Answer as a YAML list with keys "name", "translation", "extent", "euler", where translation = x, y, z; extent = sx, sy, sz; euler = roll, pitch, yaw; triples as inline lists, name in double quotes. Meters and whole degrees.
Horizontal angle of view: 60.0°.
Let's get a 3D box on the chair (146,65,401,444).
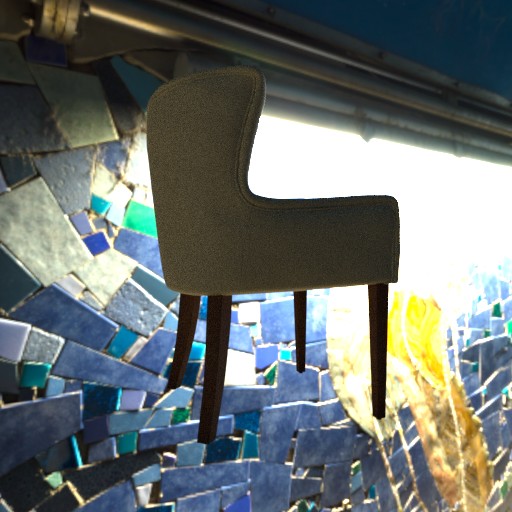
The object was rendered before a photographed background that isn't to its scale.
- name: "chair"
  translation: [0.000, 0.000, 1.433]
  extent: [0.686, 0.952, 0.660]
  euler: [0, 1, -20]
